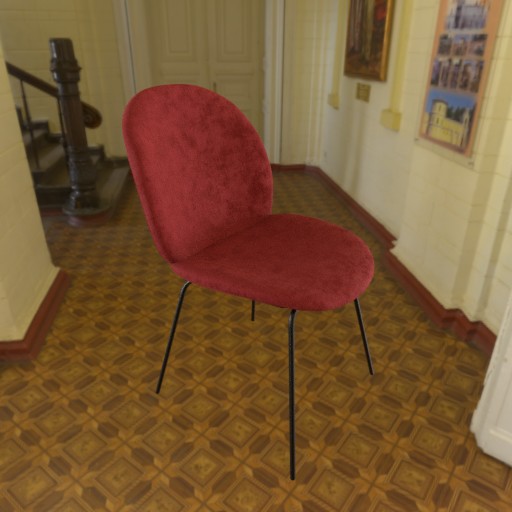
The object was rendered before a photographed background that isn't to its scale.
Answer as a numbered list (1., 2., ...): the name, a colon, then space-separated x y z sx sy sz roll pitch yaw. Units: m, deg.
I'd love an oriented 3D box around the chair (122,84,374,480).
1. chair: 0.000 0.000 1.134 0.587 0.791 0.458 18 32 33
